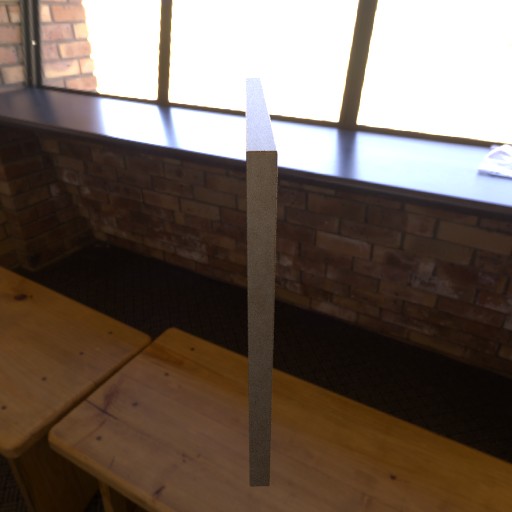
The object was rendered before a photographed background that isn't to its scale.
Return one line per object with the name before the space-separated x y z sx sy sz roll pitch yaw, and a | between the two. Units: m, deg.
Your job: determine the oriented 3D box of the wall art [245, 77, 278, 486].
wall art | 0.000 0.000 0.756 0.030 0.506 0.503 -1 29 -1
